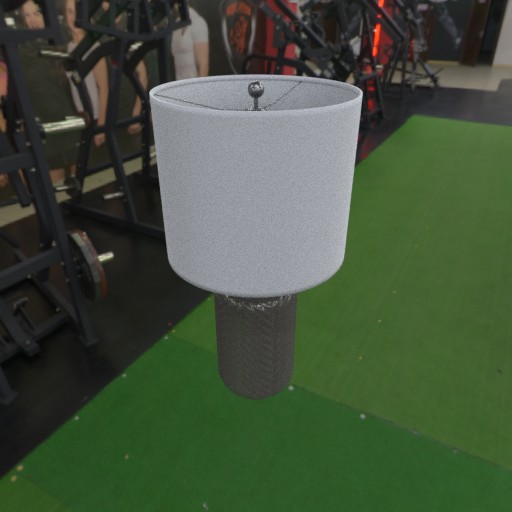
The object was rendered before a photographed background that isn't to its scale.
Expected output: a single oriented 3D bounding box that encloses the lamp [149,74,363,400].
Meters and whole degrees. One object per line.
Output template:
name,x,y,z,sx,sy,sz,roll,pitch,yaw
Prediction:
lamp,0.000,0.000,0.524,0.203,0.389,0.203,17,34,27
